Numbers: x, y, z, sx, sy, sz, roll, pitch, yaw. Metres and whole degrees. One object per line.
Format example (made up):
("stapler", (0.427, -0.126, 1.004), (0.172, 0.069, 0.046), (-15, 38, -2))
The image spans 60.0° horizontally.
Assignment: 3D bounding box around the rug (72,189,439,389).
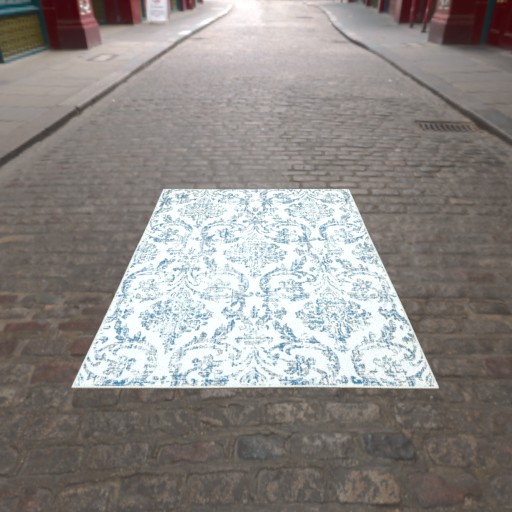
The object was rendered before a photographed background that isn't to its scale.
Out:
("rug", (0.000, 0.000, 2.845), (1.586, 0.014, 2.197), (0, 31, 0))
